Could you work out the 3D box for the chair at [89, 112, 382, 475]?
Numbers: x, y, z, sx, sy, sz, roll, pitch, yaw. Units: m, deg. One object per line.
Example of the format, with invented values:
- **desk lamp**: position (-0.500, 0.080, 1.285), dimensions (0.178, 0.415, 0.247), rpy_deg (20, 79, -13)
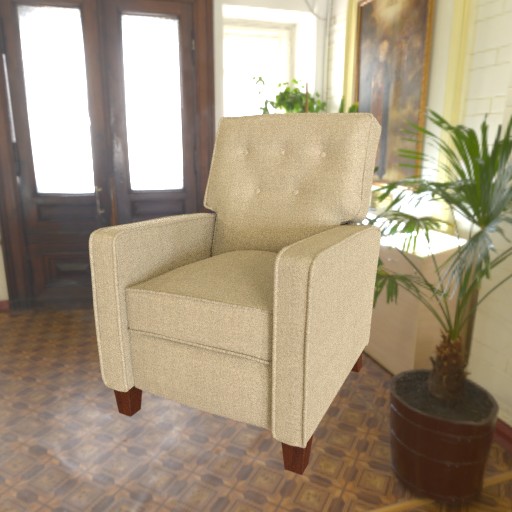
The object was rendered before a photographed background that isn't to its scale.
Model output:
- **chair**: position (0.000, 0.000, 1.391), dimensions (0.648, 0.888, 0.754), rpy_deg (7, 16, 26)
